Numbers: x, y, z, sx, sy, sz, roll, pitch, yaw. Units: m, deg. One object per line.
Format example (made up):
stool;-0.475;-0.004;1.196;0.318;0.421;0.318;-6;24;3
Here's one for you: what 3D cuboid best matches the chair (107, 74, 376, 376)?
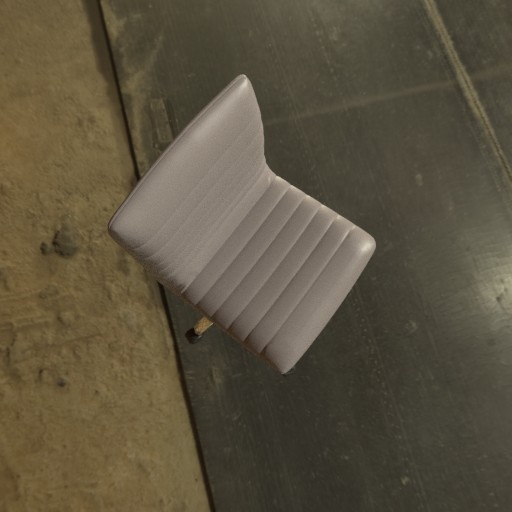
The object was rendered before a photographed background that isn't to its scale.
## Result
chair;0.000;0.000;1.139;0.542;0.750;0.569;36;78;9
